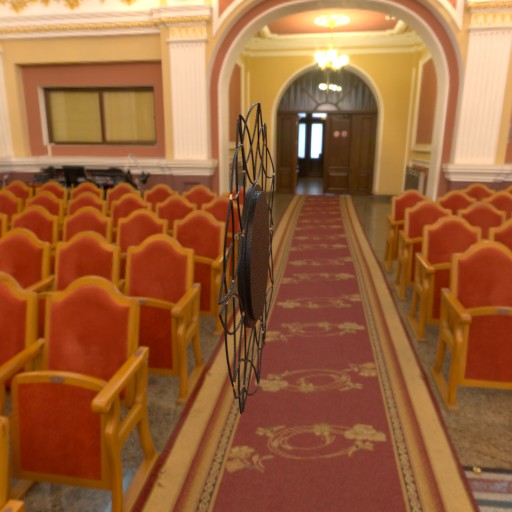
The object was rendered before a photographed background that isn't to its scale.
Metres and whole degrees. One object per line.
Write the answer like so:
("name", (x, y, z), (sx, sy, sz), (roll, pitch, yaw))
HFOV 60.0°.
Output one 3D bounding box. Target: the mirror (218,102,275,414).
("mirror", (0.000, 0.000, 1.179), (0.028, 0.775, 0.797), (2, 14, 9))
